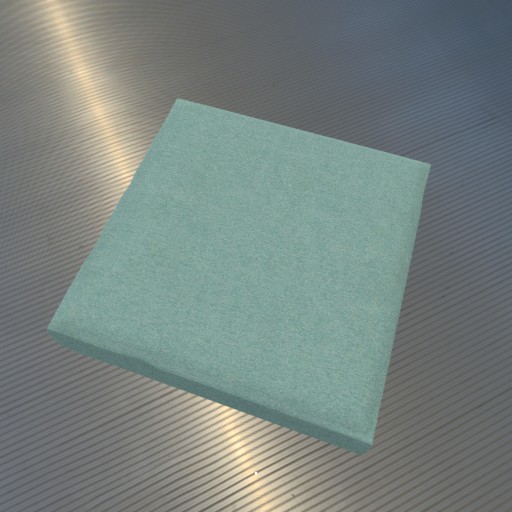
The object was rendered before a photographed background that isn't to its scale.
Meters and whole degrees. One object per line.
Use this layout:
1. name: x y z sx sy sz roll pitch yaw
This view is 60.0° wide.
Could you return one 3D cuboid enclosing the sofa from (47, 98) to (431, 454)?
1. sofa: 0.000 0.000 1.446 0.930 0.330 0.930 17 65 8
